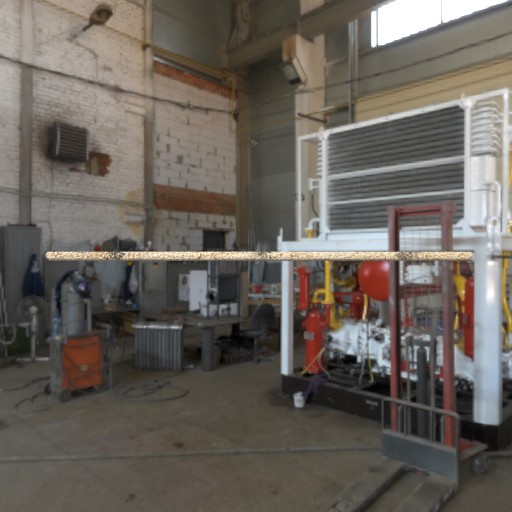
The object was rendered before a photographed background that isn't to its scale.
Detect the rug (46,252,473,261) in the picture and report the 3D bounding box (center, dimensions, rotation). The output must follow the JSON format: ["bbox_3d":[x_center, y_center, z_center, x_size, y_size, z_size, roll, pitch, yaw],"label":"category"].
[{"bbox_3d":[0.000,0.000,2.027,1.200,0.025,1.600,0,0,-1],"label":"rug"}]
